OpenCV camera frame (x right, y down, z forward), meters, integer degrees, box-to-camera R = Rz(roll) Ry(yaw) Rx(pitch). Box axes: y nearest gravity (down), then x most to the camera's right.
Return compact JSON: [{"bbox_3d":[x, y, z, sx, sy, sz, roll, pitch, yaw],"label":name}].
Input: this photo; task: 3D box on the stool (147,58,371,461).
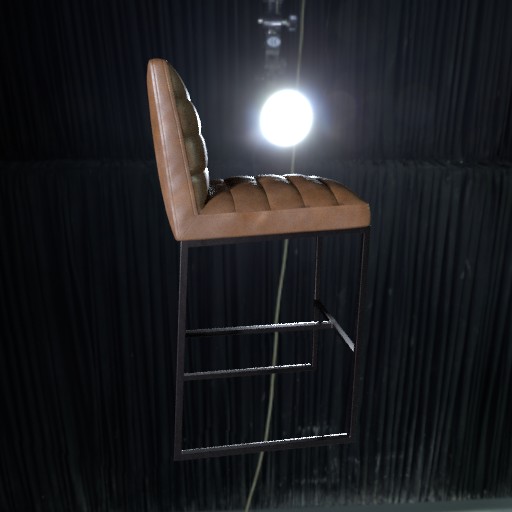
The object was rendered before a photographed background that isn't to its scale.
[{"bbox_3d":[0.000,0.000,1.358,0.562,1.065,0.463,-2,16,-8],"label":"stool"}]
